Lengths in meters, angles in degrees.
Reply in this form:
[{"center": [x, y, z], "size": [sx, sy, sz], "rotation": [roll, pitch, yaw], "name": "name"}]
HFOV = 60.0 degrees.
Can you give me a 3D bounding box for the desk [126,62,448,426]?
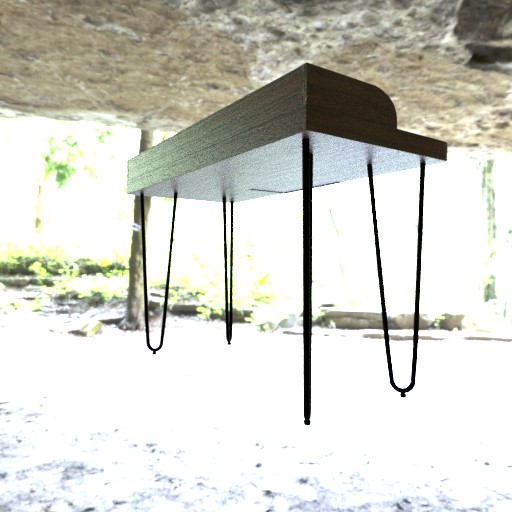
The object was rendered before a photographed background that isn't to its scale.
[{"center": [0.000, 0.000, 1.635], "size": [0.565, 0.854, 1.200], "rotation": [0, 0, -35], "name": "desk"}]
